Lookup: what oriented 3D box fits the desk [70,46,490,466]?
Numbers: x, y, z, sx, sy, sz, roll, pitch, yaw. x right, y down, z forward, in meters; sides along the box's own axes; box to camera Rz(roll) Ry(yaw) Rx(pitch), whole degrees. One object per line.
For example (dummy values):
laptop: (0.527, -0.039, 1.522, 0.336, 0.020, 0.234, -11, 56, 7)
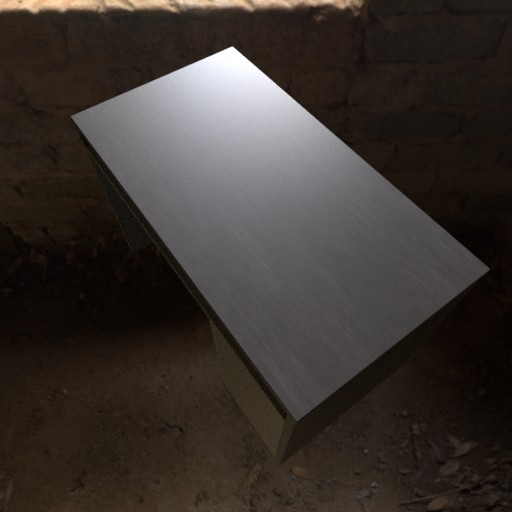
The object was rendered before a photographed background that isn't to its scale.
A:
desk: (0.000, 0.000, 1.528, 0.600, 0.750, 1.100, -32, 64, -18)
